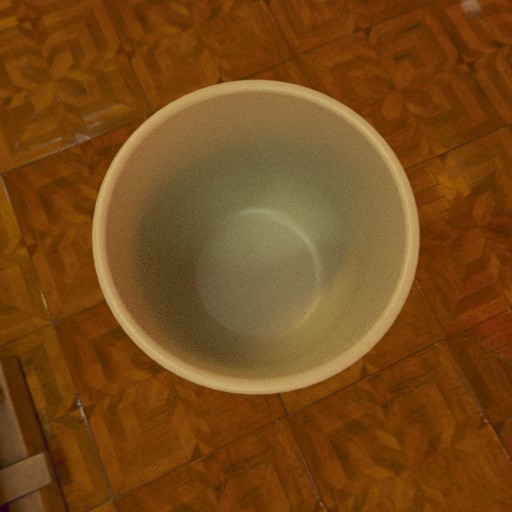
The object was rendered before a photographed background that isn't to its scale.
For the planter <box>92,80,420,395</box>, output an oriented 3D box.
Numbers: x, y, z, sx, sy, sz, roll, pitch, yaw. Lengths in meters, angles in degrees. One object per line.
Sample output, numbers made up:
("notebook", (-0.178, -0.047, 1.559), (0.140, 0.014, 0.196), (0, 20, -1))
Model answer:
("planter", (0.000, 0.000, 0.220), (0.124, 0.109, 0.124), (0, 77, 0))
